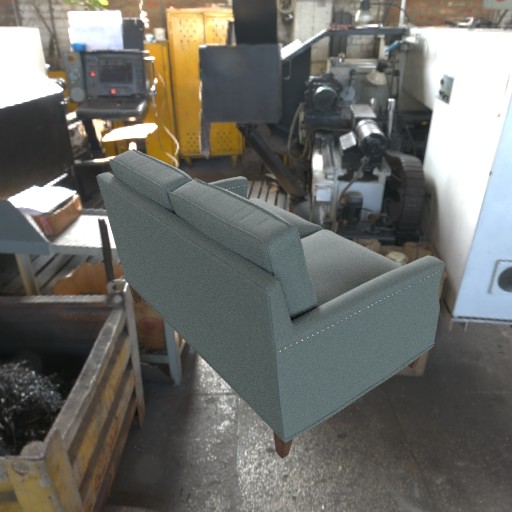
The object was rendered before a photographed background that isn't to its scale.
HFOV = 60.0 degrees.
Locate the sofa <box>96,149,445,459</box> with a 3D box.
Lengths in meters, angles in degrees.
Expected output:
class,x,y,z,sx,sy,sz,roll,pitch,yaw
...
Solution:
class,x,y,z,sx,sy,sz,roll,pitch,yaw
sofa,0.000,0.000,2.339,1.084,1.003,1.597,-20,34,-33
